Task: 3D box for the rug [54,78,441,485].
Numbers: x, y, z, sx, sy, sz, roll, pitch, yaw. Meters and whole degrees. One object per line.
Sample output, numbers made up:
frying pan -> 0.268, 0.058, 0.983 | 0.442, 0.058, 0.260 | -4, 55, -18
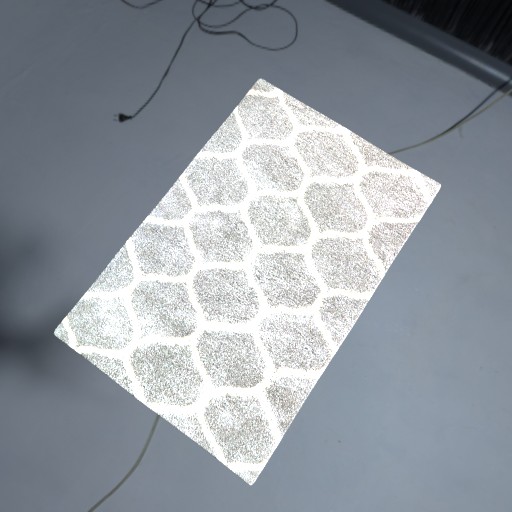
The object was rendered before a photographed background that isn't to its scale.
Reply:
rug -> 0.000, 0.000, 3.441 | 1.801, 0.026, 2.701 | 34, 77, 9
